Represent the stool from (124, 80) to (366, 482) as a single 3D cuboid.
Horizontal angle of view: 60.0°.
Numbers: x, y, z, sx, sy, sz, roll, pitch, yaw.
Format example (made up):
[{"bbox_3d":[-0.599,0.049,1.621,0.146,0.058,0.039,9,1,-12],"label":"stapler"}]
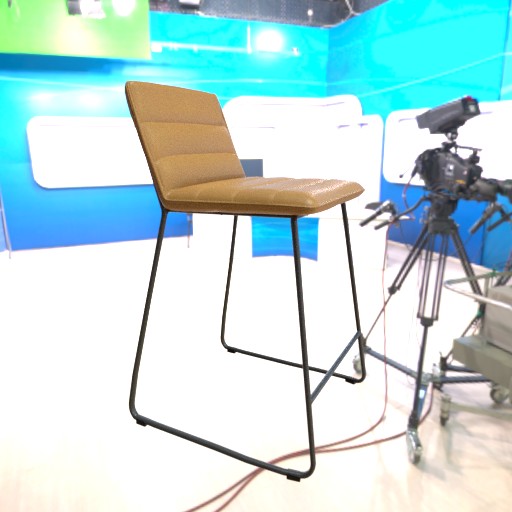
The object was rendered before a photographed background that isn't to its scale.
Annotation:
[{"bbox_3d":[0.000,0.000,1.172,0.524,0.866,0.489,8,17,27],"label":"stool"}]
